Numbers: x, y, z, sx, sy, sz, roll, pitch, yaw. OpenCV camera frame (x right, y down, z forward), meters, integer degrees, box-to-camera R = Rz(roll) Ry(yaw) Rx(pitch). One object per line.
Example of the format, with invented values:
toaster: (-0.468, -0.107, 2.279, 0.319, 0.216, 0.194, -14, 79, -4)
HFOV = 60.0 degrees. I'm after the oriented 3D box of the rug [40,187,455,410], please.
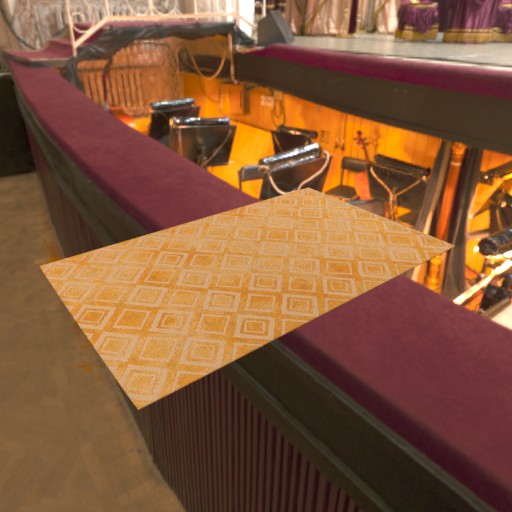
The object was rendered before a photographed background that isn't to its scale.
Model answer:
rug: (0.000, 0.000, 3.021, 2.424, 0.010, 1.511, -20, 35, -32)
